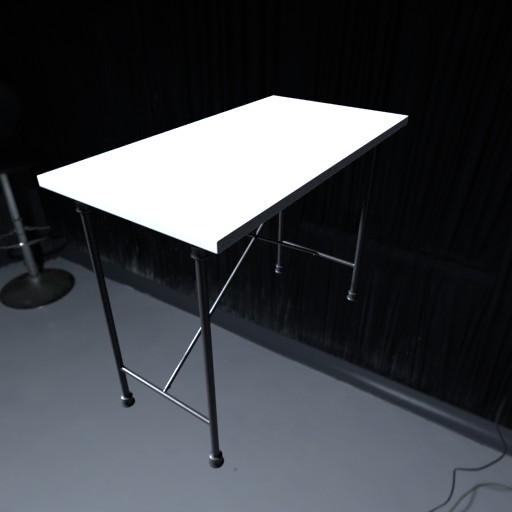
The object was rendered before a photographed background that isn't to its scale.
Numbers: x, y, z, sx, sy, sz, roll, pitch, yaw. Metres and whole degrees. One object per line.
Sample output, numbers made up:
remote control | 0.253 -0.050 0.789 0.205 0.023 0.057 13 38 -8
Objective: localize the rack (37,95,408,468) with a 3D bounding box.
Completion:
rack | 0.000 0.000 1.664 0.613 0.880 1.159 20 37 29
